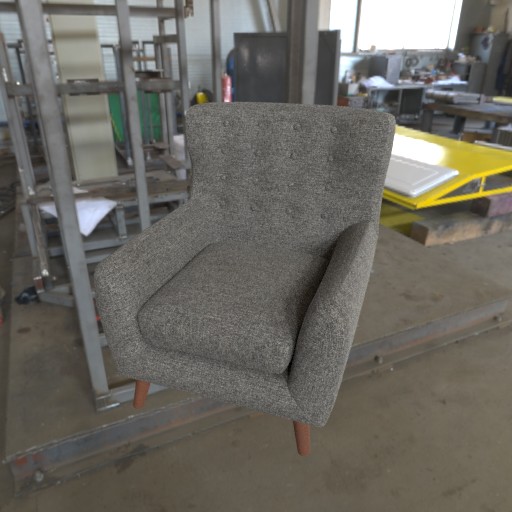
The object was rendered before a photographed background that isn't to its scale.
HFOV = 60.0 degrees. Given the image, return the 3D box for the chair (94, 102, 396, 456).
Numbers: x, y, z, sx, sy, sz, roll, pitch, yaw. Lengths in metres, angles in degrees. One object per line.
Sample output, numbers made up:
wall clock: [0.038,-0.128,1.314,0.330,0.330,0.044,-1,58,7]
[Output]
chair: [0.000,0.000,1.732,0.889,1.039,0.940,9,27,17]
